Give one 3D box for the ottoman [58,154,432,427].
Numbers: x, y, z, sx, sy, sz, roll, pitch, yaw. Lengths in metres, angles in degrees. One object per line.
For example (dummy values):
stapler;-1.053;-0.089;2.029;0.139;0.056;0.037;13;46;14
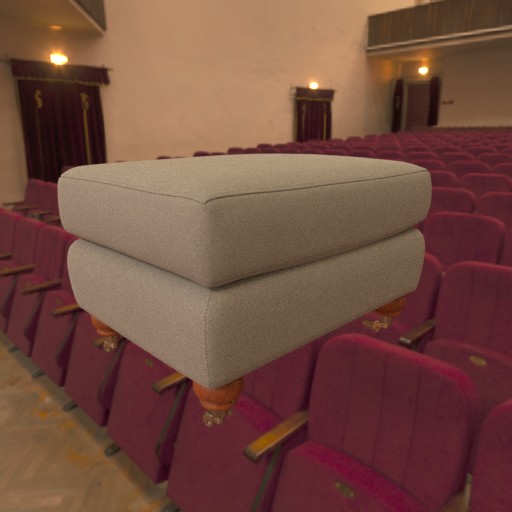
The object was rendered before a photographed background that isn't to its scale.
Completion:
ottoman;0.000;0.000;1.126;0.773;0.499;0.569;-15;21;-42
